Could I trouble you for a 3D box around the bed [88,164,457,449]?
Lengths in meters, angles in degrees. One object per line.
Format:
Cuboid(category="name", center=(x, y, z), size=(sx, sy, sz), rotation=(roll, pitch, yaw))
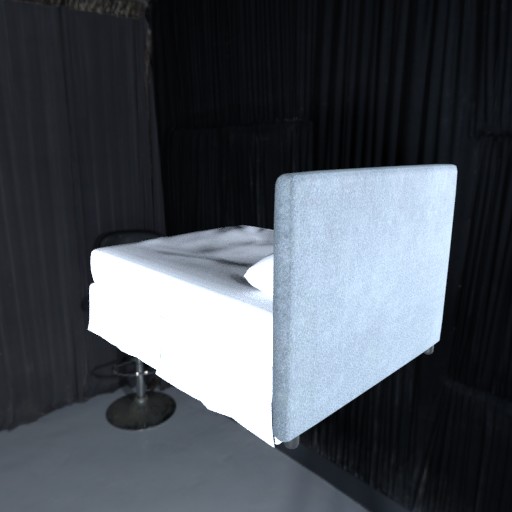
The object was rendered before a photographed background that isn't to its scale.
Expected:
Cuboid(category="bed", center=(0.000, 0.000, 3.214), size=(1.713, 1.330, 2.142), rotation=(-13, 19, -43))
